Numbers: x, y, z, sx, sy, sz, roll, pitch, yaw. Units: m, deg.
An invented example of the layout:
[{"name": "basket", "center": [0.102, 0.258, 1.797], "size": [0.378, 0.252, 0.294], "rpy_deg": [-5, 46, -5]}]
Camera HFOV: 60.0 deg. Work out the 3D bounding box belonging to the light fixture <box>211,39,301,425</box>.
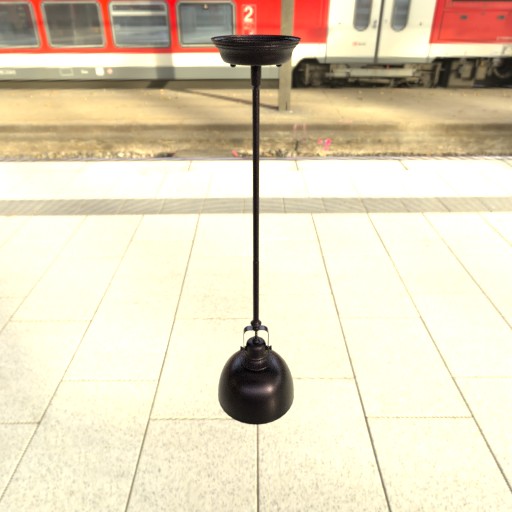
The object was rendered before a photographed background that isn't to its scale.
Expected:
[{"name": "light fixture", "center": [0.000, 0.000, 0.868], "size": [0.182, 0.768, 0.182], "rpy_deg": [-1, 31, -2]}]
